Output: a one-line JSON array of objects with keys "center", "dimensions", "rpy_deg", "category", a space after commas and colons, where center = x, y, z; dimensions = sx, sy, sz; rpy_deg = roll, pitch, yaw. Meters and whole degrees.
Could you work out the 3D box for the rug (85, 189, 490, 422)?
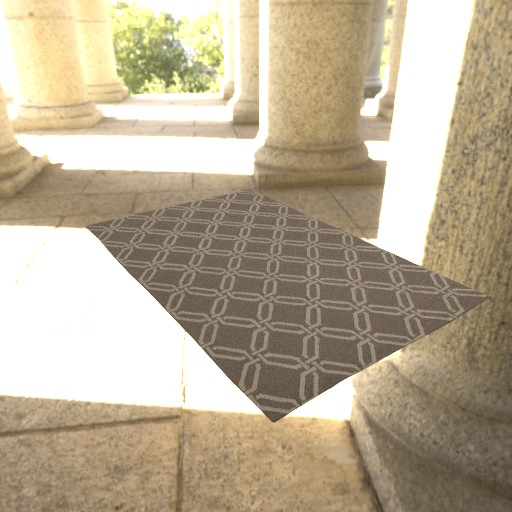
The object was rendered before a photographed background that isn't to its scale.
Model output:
[{"center": [0.000, 0.000, 2.160], "dimensions": [1.142, 0.010, 1.748], "rpy_deg": [-18, 32, -31], "category": "rug"}]
